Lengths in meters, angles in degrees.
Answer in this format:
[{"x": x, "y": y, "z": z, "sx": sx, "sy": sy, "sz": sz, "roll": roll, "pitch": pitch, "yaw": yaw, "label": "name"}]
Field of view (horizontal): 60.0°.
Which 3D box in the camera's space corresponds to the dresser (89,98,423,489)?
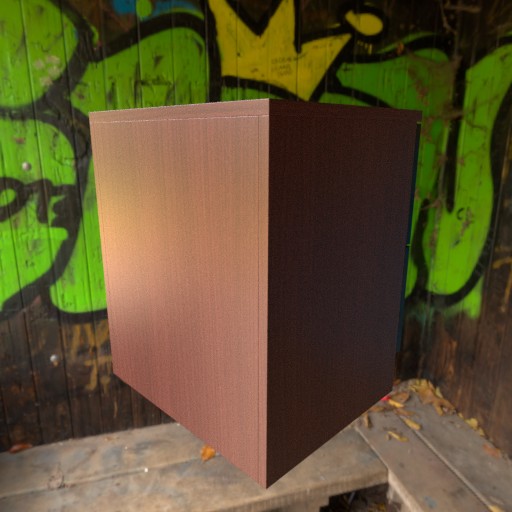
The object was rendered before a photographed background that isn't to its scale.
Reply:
[{"x": 0.000, "y": 0.000, "z": 0.759, "sx": 0.360, "sy": 0.470, "sz": 0.400, "roll": -15, "pitch": 21, "yaw": -43, "label": "dresser"}]
